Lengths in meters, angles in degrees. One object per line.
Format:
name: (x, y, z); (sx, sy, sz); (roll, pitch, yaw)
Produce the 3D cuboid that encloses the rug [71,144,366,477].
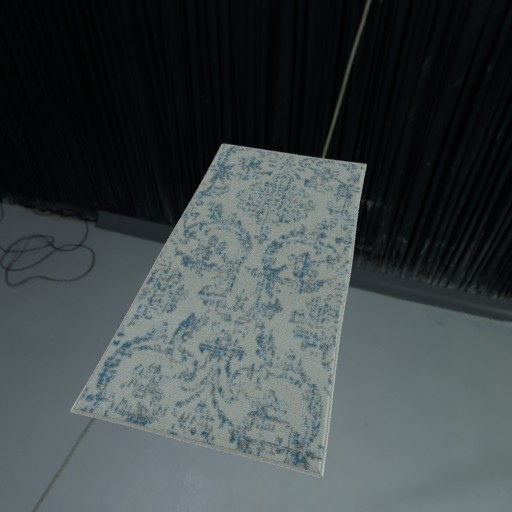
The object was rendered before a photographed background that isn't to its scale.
rug: (0.000, 0.000, 1.415); (0.605, 0.007, 1.220); (10, 47, 10)
